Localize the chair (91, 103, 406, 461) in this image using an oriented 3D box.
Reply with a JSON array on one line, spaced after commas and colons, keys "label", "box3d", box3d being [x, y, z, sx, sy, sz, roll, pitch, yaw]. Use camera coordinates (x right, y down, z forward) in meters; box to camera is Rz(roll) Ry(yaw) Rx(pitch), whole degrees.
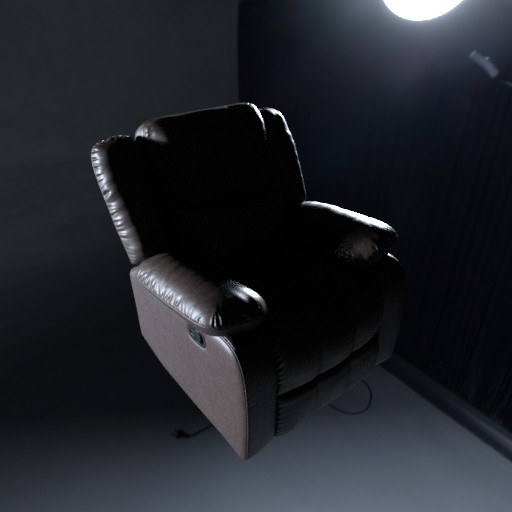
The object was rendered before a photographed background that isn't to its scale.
[{"label": "chair", "box3d": [0.000, 0.000, 1.739, 0.899, 1.009, 0.934, -23, 38, -32]}]
